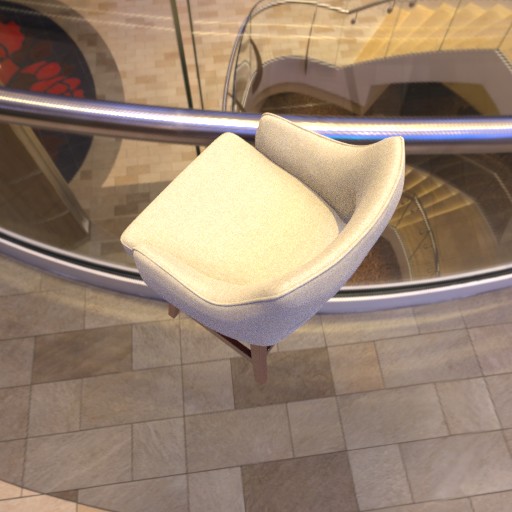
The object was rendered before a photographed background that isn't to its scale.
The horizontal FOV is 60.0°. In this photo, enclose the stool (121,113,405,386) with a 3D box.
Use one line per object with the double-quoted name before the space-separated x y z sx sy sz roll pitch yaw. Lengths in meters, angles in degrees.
"stool" 0.000 0.000 1.270 0.560 0.936 0.550 34 68 15
